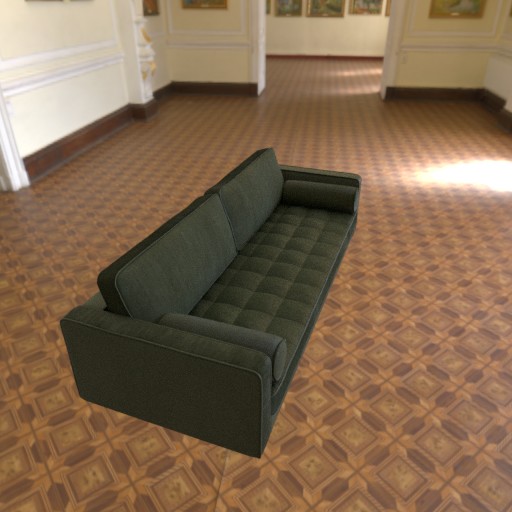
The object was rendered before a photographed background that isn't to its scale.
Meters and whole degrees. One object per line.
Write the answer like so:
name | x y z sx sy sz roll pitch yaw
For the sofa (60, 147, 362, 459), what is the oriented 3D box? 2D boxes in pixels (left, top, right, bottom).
sofa | 0.000 0.000 2.654 0.918 0.769 2.199 11 32 18
